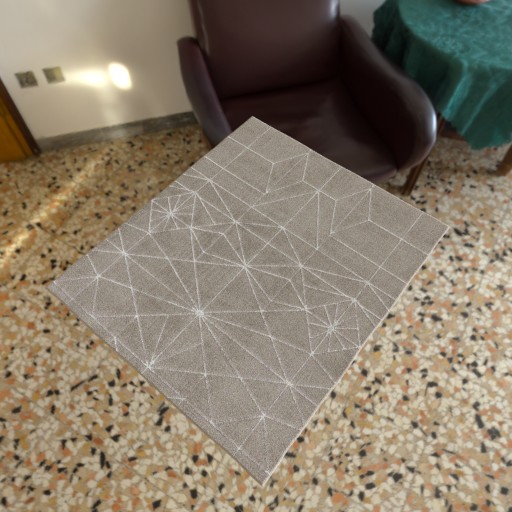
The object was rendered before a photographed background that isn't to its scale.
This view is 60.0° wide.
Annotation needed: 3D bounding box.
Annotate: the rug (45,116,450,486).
[{"bbox_3d":[0.000,0.000,0.905,0.548,0.006,0.639,35,64,20],"label":"rug"}]
